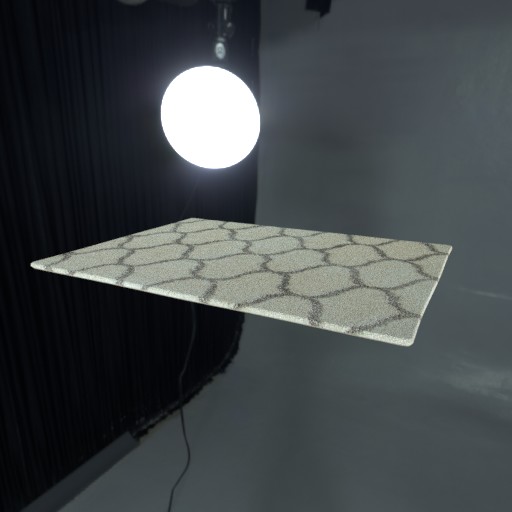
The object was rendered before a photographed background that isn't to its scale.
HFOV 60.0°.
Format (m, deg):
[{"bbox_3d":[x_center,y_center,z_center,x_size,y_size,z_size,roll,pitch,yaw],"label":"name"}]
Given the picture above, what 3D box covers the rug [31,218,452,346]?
[{"bbox_3d":[0.000,0.000,2.079,1.600,0.025,1.200,8,18,27],"label":"rug"}]
